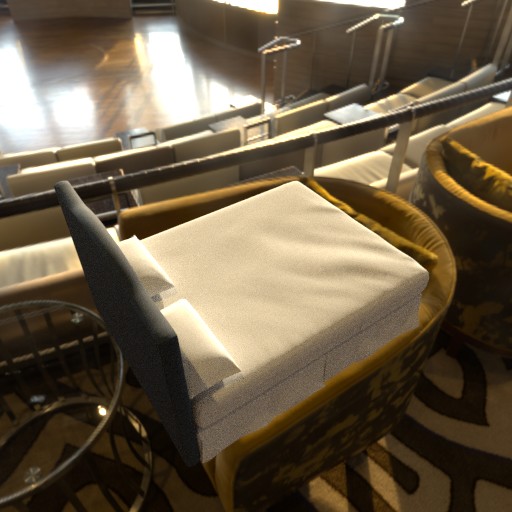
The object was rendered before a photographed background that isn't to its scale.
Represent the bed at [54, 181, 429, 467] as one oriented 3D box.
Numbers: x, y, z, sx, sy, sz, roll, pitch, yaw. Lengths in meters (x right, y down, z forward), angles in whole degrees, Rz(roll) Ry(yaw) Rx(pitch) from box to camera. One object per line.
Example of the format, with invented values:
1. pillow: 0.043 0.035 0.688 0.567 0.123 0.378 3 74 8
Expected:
1. bed: 0.000 0.000 3.477 2.282 1.436 1.821 -25 47 -25
